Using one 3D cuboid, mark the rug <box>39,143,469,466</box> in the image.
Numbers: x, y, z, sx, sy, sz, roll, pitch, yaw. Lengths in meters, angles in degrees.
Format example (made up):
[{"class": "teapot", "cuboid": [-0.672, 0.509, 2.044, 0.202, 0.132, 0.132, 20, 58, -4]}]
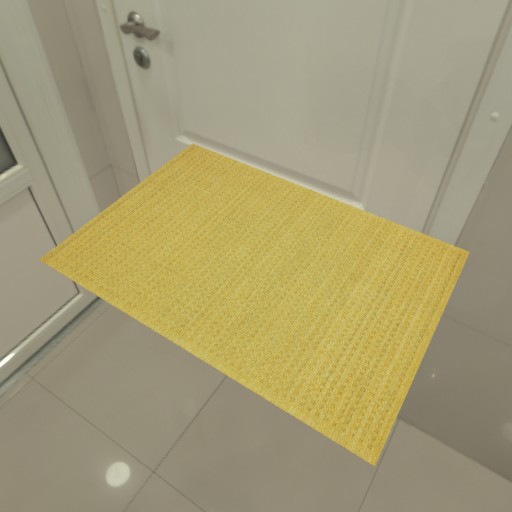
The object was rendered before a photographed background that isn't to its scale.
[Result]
[{"class": "rug", "cuboid": [0.000, 0.000, 3.610, 2.895, 0.006, 1.981, 26, 52, 22]}]
